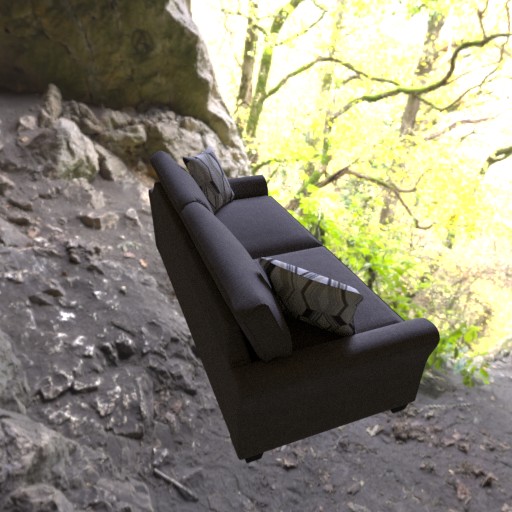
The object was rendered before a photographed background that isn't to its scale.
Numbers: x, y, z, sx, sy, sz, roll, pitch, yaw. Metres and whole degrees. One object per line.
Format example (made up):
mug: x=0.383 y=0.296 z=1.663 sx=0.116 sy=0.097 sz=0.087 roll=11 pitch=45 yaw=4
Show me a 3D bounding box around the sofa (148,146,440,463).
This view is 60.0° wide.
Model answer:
sofa: x=0.000 y=0.000 z=2.537 sx=0.889 sy=0.813 sz=2.032 roll=-11 pitch=32 yaw=-18
